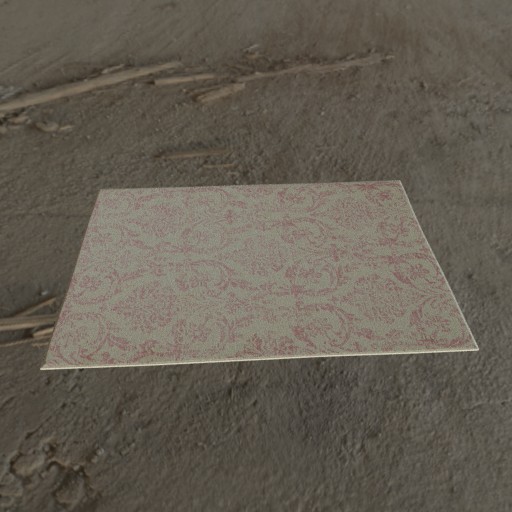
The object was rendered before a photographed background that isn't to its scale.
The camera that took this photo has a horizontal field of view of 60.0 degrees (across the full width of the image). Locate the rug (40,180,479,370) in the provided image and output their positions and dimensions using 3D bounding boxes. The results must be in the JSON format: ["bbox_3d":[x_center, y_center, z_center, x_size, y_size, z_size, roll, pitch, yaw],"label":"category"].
[{"bbox_3d":[0.000,0.000,3.400,2.746,0.018,1.819,-2,46,-2],"label":"rug"}]
